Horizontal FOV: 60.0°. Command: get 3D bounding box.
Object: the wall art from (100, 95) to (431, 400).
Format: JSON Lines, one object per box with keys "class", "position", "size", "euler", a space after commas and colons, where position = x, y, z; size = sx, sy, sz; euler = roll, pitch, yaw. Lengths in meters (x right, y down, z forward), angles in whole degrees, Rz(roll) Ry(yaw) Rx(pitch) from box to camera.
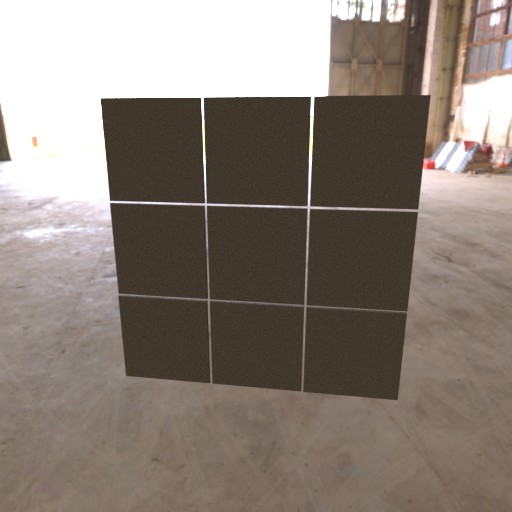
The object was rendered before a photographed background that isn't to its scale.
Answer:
{"class": "wall art", "position": [0.000, 0.000, 1.794], "size": [1.216, 1.216, 0.013], "euler": [3, 17, 8]}
